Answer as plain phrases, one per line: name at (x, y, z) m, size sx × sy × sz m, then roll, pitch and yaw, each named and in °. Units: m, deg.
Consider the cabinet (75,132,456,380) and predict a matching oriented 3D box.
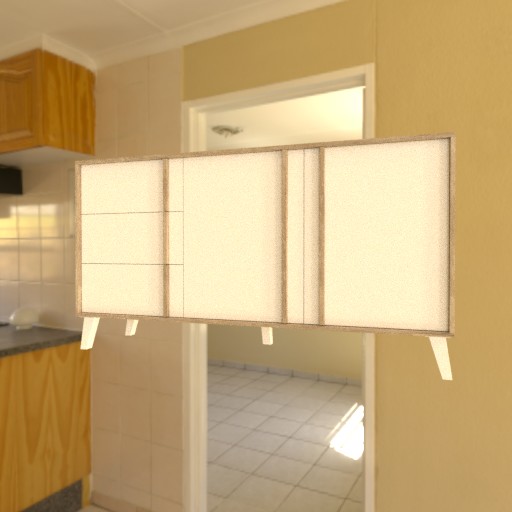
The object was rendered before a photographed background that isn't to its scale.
cabinet at (0.000, 0.000, 2.002) m, size 1.600 × 0.870 × 0.450 m, roll 0°, pitch 1°, yaw 18°
